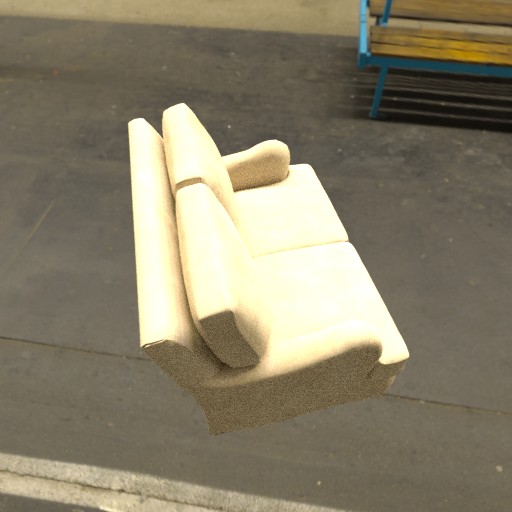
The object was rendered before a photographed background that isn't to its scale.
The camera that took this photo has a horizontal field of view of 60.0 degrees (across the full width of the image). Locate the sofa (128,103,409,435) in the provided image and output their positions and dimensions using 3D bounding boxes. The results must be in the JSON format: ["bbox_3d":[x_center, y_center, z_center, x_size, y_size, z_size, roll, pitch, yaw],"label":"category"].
[{"bbox_3d":[0.000,0.000,2.299,1.086,1.087,1.498,-9,48,-9],"label":"sofa"}]
